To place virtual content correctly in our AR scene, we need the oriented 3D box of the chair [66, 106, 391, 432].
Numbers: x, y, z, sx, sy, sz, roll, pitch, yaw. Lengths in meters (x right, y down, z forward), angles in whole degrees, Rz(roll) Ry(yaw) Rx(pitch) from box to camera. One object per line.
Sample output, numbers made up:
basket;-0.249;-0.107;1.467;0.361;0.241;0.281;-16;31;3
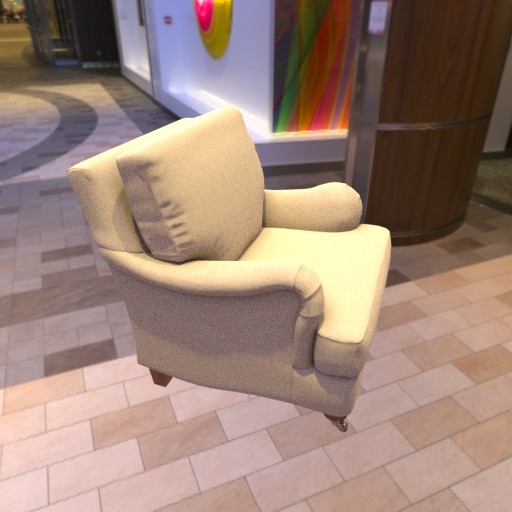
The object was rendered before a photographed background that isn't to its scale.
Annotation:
chair;0.000;0.000;1.885;1.078;1.076;0.895;10;31;18
